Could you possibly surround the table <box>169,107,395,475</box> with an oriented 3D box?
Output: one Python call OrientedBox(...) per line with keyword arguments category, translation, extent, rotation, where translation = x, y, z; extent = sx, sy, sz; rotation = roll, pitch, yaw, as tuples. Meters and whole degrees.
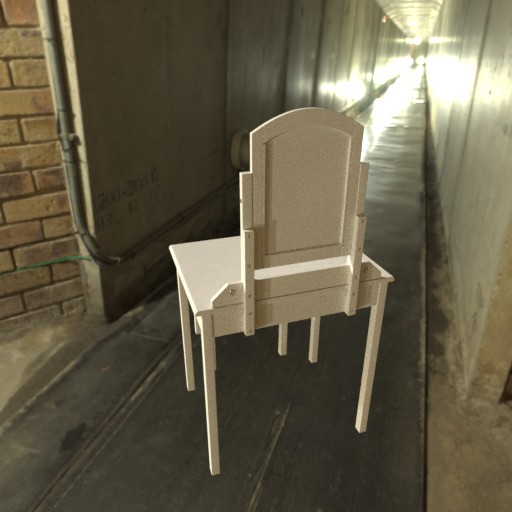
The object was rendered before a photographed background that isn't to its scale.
OrientedBox(category="table", translation=(0.000, 0.000, 2.328), extent=(0.876, 1.631, 1.211), rotation=(-8, 27, -17))
